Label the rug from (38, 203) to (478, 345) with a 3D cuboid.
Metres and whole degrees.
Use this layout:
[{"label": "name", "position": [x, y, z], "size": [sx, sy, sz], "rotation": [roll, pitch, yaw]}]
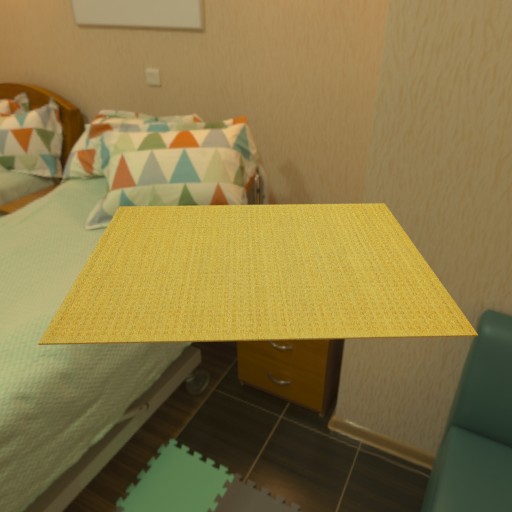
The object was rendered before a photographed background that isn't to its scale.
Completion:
[{"label": "rug", "position": [0.000, 0.000, 4.342], "size": [3.242, 0.015, 2.486], "rotation": [-1, 30, -1]}]
